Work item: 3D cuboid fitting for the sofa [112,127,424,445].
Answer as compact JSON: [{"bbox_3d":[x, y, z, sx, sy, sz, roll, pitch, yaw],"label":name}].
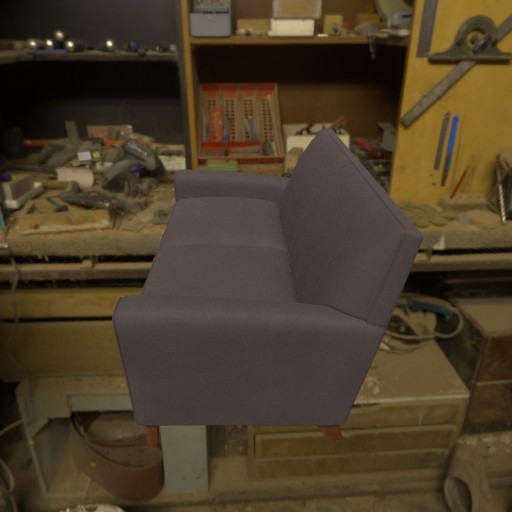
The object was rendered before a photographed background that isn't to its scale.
[{"bbox_3d":[0.000,0.000,1.966,0.871,0.846,1.420,-1,28,-1],"label":"sofa"}]
